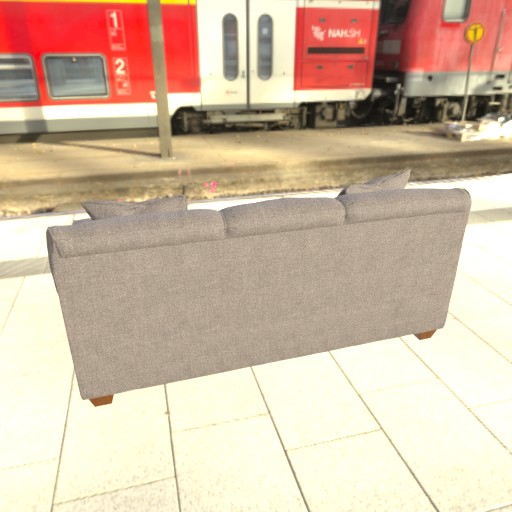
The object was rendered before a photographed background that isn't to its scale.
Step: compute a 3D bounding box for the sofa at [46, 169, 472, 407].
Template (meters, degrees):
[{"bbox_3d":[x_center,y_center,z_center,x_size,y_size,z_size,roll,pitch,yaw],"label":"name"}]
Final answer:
[{"bbox_3d":[0.000,0.000,2.566,2.024,0.958,0.997,-7,26,-15],"label":"sofa"}]
